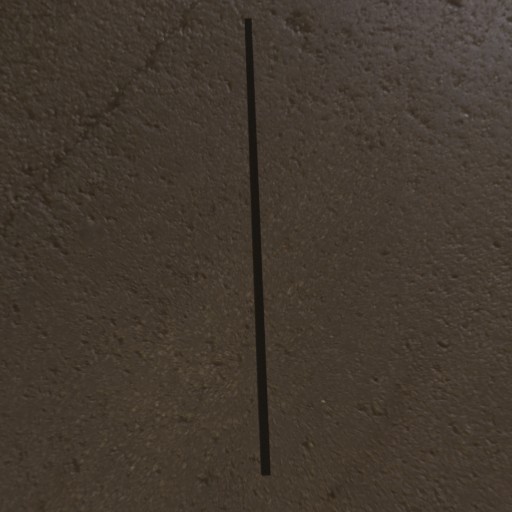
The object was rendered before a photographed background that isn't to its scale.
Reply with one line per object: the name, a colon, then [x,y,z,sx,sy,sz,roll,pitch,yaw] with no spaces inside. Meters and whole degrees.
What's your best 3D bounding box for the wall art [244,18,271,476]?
wall art: [0.000,0.000,1.032,0.015,0.552,0.819,-2,76,-1]
